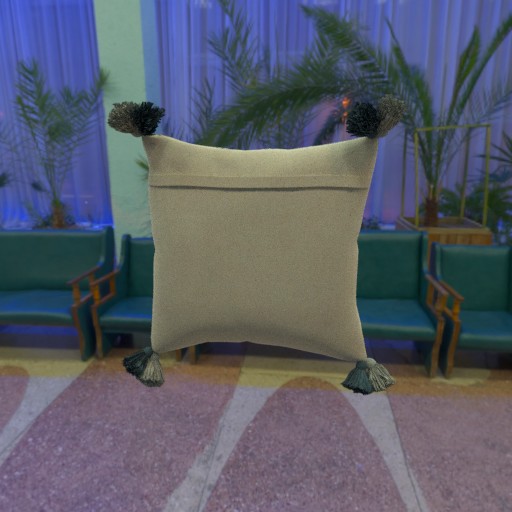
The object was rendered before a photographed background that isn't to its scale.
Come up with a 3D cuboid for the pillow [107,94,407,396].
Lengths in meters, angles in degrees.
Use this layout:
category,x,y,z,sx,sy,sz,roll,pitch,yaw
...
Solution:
category,x,y,z,sx,sy,sz,roll,pitch,yaw
pillow,0.000,0.000,0.928,0.614,0.634,0.138,2,15,8
